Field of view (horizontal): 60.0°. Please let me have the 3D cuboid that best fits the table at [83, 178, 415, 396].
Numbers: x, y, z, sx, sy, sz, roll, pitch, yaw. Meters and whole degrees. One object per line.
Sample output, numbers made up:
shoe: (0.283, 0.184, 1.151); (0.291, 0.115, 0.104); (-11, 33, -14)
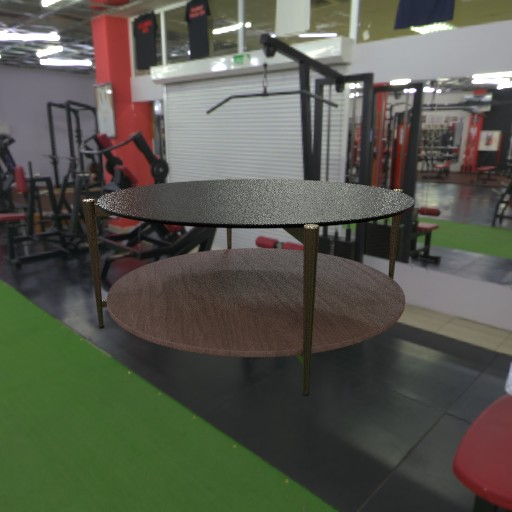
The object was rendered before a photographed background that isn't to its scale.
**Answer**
table: (0.000, 0.000, 1.438); (0.938, 0.400, 0.938); (-14, 21, -42)
